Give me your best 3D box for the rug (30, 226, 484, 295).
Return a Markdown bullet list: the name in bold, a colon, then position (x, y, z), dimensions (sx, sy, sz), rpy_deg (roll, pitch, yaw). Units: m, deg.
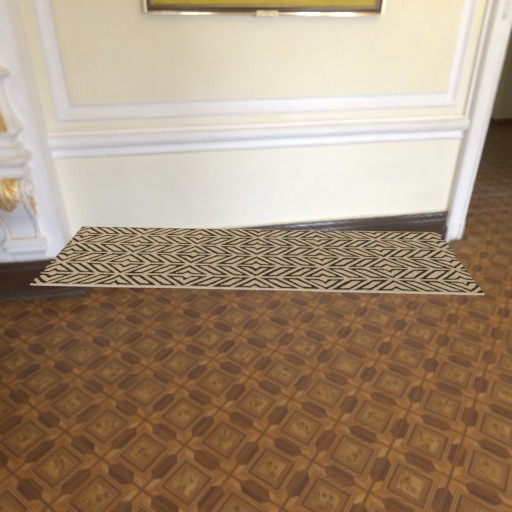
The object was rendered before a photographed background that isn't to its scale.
- **rug**: position (0.000, 0.000, 2.697), dimensions (2.435, 0.009, 0.750), rpy_deg (1, 29, 2)
